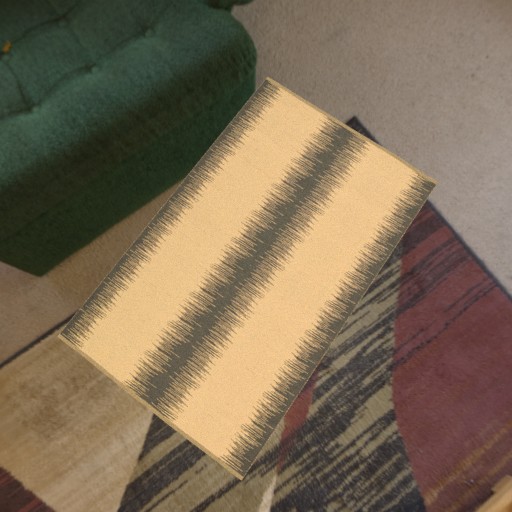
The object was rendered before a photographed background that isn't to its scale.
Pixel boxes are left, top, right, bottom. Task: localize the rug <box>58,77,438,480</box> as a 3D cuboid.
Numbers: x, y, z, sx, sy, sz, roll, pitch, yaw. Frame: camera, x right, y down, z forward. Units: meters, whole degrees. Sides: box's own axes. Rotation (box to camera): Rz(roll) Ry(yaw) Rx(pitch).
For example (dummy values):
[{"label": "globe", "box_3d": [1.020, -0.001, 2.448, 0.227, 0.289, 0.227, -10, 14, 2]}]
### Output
[{"label": "rug", "box_3d": [0.000, 0.000, 3.095, 1.519, 0.003, 2.453, 35, 79, 8]}]
